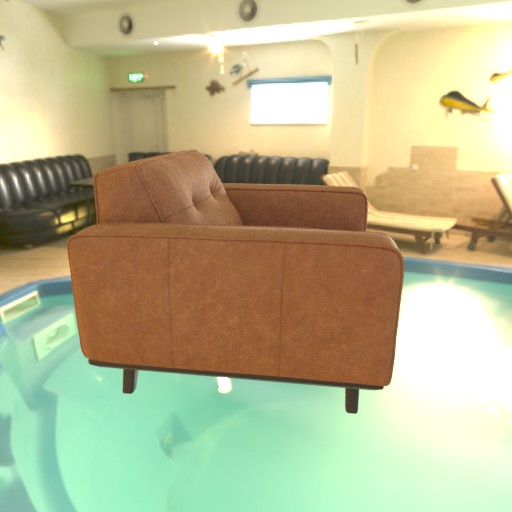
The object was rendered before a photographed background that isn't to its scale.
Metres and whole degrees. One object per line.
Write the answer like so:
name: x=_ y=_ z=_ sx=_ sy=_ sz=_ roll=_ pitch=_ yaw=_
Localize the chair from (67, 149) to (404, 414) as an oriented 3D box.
chair: x=0.000 y=0.000 z=1.745 sx=0.952 sy=0.782 sz=1.118 roll=2 pitch=17 yaw=8
